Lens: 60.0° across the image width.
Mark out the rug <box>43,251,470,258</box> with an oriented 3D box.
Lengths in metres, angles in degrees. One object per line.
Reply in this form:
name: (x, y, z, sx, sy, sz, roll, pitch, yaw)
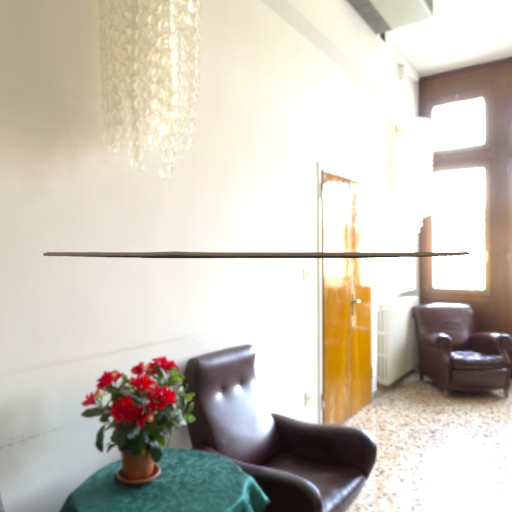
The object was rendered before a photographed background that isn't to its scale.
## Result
rug: (0.000, 0.000, 0.884, 0.548, 0.006, 0.639, 0, -1, 0)
